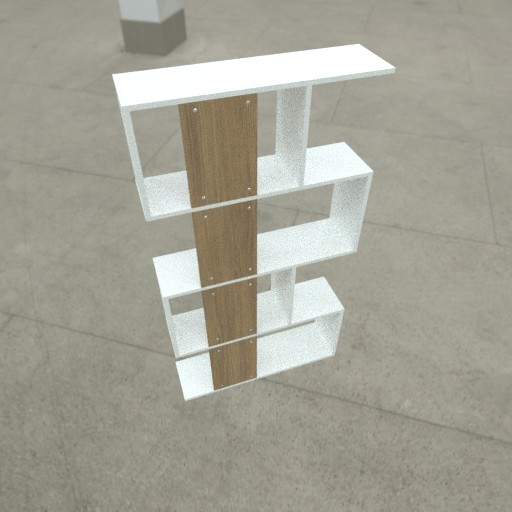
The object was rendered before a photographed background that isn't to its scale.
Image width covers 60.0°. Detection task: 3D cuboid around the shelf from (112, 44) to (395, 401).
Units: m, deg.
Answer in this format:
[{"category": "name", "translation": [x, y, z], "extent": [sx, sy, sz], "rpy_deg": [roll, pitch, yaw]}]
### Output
[{"category": "shelf", "translation": [0.000, 0.000, 2.007], "extent": [0.890, 1.650, 0.250], "rpy_deg": [-13, 45, -14]}]
